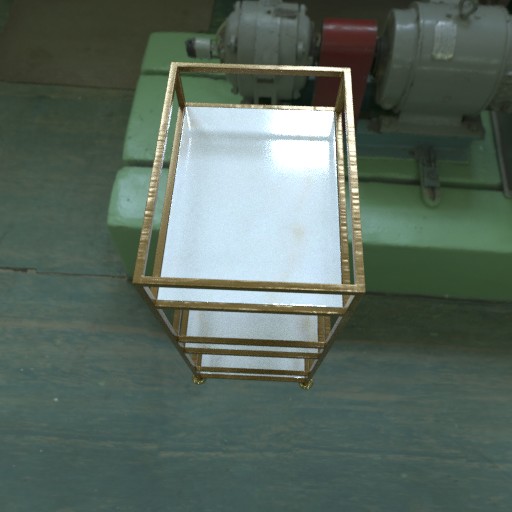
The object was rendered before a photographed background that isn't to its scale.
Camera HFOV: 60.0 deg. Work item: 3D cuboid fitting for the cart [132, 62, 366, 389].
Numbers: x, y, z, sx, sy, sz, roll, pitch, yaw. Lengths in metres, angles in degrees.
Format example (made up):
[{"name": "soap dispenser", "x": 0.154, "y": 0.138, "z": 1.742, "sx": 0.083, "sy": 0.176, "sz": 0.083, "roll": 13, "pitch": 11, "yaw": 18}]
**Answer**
[{"name": "cart", "x": 0.000, "y": 0.000, "z": 1.018, "sx": 0.332, "sy": 0.761, "sz": 0.483, "roll": 2, "pitch": 65, "yaw": 1}]
